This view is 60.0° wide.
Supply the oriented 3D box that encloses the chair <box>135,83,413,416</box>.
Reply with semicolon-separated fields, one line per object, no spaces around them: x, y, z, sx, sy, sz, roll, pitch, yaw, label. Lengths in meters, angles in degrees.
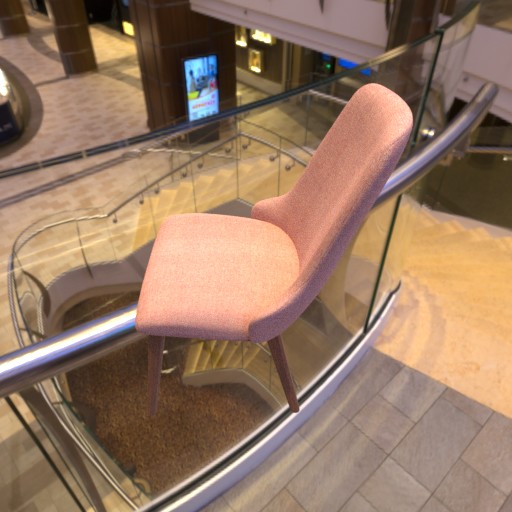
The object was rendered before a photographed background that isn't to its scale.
0.000;0.000;1.319;0.707;0.918;0.535;1;41;1;chair
